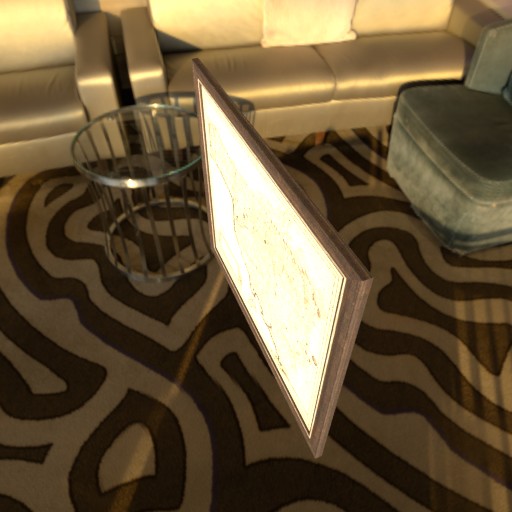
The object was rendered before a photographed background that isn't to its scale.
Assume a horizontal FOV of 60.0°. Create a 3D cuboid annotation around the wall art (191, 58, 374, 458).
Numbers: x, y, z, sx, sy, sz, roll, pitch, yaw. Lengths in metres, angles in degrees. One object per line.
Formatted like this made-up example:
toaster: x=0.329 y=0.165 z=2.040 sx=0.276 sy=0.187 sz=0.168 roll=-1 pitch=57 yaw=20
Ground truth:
wall art: x=0.000 y=0.000 z=1.437 sx=0.023 sy=0.875 sz=1.033 roll=-17 pitch=49 yaw=-16
